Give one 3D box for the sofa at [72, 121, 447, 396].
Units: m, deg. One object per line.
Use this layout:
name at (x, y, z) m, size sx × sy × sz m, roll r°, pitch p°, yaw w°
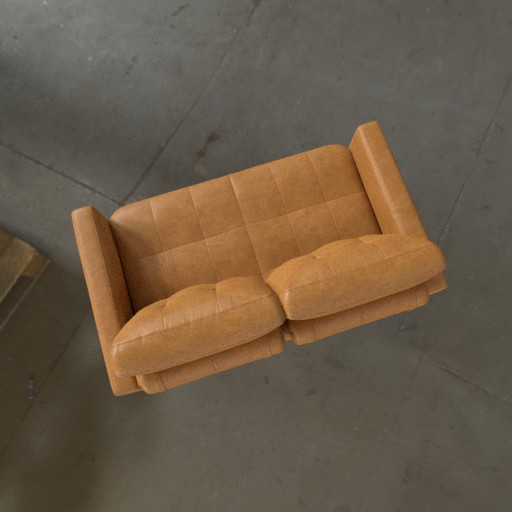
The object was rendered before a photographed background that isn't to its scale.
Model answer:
sofa at (0.000, 0.000, 1.973) m, size 1.430 × 0.898 × 0.868 m, roll -17°, pitch 77°, yaw -4°
